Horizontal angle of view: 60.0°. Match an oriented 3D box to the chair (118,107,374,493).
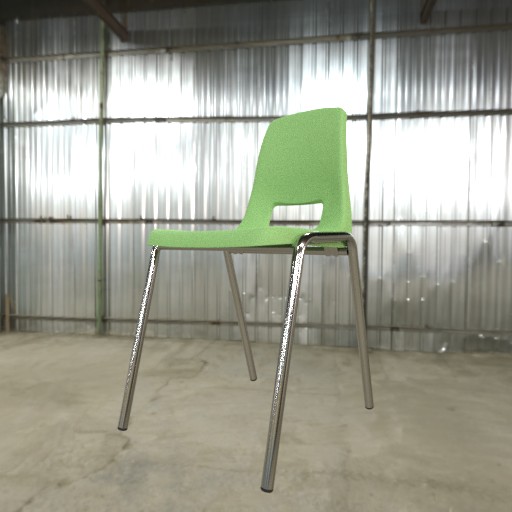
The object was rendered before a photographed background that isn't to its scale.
[{"bbox_3d":[0.000,0.000,0.940,0.381,0.704,0.436,1,2,37],"label":"chair"}]
